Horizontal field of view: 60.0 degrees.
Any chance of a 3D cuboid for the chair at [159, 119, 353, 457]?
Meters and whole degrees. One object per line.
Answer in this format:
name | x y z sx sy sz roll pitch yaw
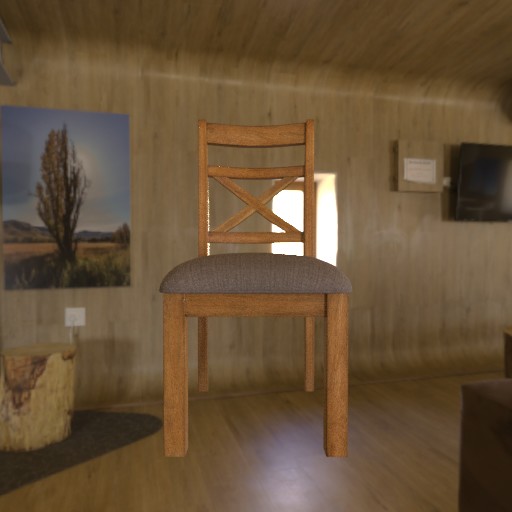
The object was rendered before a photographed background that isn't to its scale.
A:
chair | 0.000 0.000 1.321 0.470 0.949 0.581 0 1 0
